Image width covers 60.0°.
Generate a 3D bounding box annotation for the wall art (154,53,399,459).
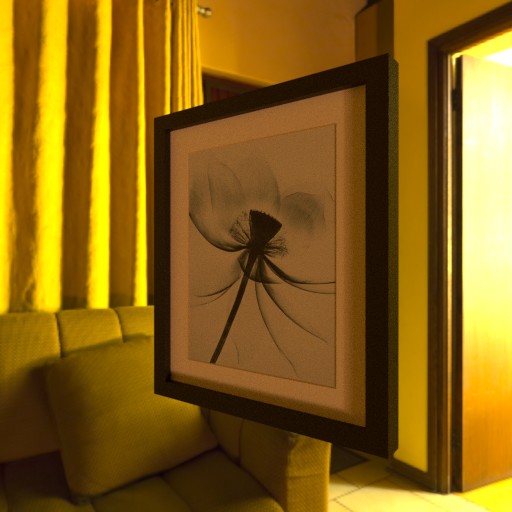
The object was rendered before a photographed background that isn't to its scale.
[{"bbox_3d":[0.000,0.000,0.525,0.330,0.381,0.029,0,0,37],"label":"wall art"}]
